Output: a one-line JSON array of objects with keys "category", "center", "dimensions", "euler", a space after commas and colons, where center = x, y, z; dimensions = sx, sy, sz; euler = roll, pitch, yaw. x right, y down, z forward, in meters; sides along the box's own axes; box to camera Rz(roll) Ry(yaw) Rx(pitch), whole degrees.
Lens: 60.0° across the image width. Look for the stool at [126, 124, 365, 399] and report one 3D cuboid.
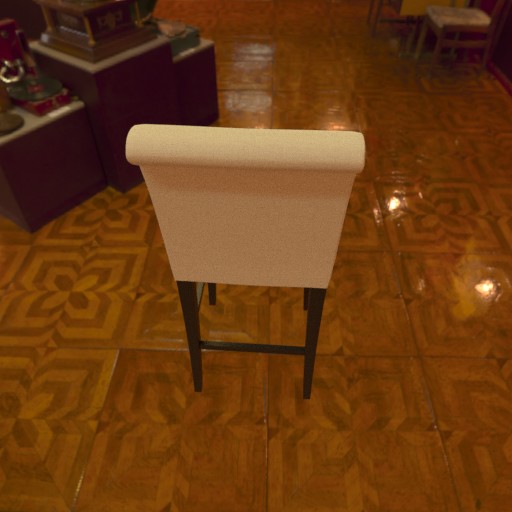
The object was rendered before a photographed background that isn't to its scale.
[{"category": "stool", "center": [0.000, 0.000, 1.394], "dimensions": [0.452, 1.124, 0.597], "euler": [3, 45, 3]}]
